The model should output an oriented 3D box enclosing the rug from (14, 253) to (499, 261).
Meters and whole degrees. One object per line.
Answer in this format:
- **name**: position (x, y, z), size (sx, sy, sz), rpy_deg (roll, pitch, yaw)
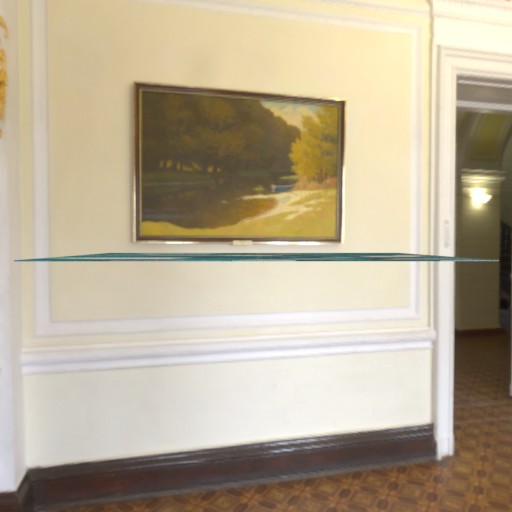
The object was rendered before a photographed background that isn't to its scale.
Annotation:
- **rug**: position (0.000, 0.000, 2.959), size (2.420, 0.005, 1.528), rpy_deg (0, 2, -1)
